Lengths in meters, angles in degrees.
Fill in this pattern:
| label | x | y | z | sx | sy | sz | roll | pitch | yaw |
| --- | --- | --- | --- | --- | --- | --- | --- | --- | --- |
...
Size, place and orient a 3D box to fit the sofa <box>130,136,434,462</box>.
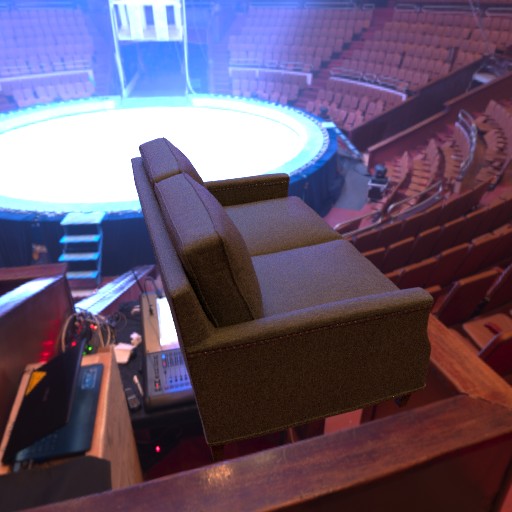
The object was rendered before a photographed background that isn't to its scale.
| label | x | y | z | sx | sy | sz | roll | pitch | yaw |
| --- | --- | --- | --- | --- | --- | --- | --- | --- | --- |
| sofa | 0.000 | 0.000 | 2.299 | 1.084 | 1.003 | 1.597 | -9 | 31 | -16 |
